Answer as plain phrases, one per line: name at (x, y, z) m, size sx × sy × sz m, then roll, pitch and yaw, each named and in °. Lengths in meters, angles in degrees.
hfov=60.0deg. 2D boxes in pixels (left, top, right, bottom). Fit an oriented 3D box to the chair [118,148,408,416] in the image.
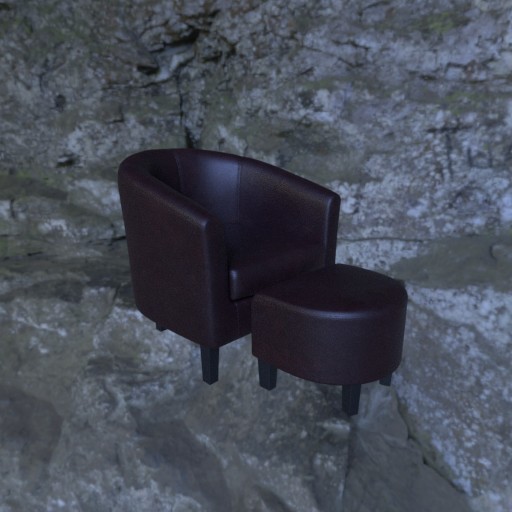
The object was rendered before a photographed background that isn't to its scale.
chair at (0.000, 0.000, 1.680) m, size 1.176 × 0.755 × 0.737 m, roll 16°, pitch 22°, yaw 42°
